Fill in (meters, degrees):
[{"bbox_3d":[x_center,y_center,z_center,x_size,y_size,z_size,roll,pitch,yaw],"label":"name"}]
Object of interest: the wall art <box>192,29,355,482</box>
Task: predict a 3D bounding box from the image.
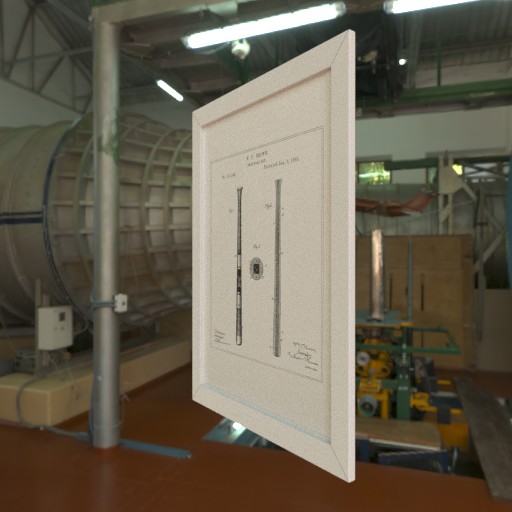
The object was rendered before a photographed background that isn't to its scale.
[{"bbox_3d":[0.000,0.000,0.668,0.012,0.529,0.374,0,0,-37],"label":"wall art"}]
